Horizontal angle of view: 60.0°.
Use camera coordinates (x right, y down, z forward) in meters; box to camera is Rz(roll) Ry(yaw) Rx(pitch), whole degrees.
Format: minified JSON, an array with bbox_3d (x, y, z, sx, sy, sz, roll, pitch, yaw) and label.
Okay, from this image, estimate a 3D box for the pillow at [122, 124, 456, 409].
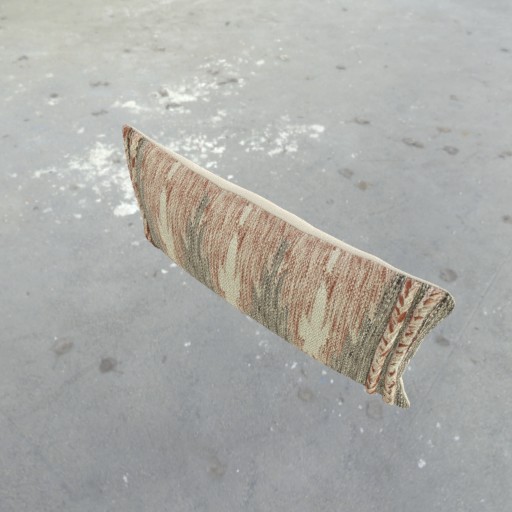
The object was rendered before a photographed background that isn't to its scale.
[{"bbox_3d":[0.000,0.000,0.747,0.635,0.282,0.139,31,54,26],"label":"pillow"}]
